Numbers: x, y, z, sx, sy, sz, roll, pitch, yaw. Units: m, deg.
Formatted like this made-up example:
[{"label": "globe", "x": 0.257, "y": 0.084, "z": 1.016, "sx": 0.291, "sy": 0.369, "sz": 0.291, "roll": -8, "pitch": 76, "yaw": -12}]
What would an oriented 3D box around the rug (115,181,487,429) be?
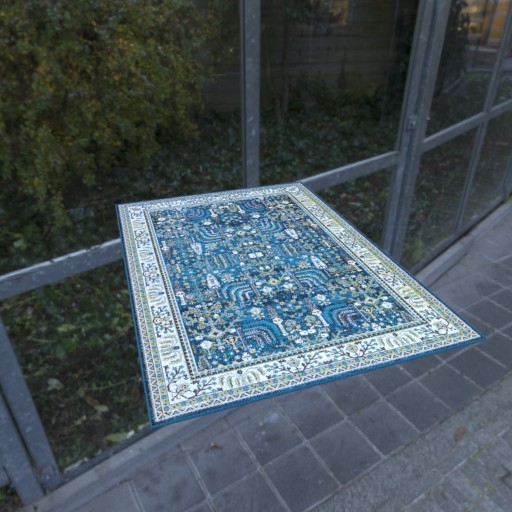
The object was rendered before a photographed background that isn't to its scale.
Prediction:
[{"label": "rug", "x": 0.000, "y": 0.000, "z": 2.807, "sx": 1.594, "sy": 0.013, "sz": 2.213, "roll": -10, "pitch": 32, "yaw": -16}]
